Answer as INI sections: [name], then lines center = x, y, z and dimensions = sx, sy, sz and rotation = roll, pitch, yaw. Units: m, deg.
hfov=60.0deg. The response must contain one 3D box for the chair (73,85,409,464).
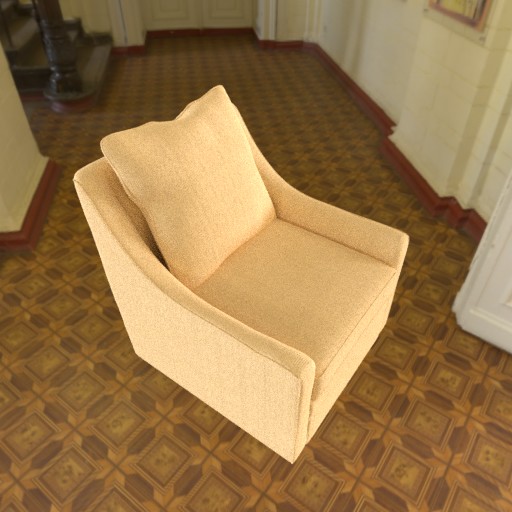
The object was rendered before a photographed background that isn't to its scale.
[chair]
center = 0.000, 0.000, 1.600
dimensions = 0.876, 0.927, 0.760
rotation = 25, 47, 27
